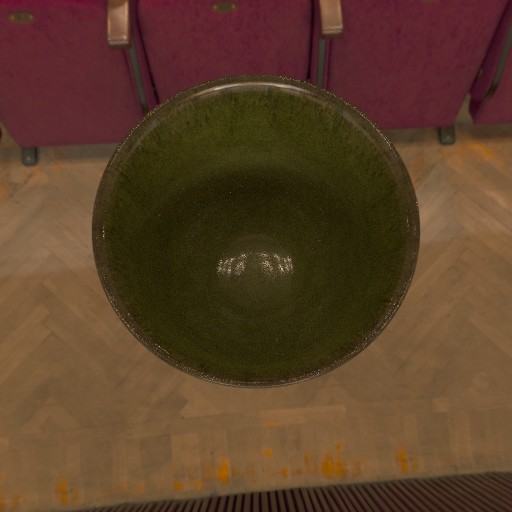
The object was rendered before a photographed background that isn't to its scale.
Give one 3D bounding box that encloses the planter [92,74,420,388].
[{"bbox_3d":[0.000,0.000,0.489,0.266,0.270,0.266,0,77,0],"label":"planter"}]
